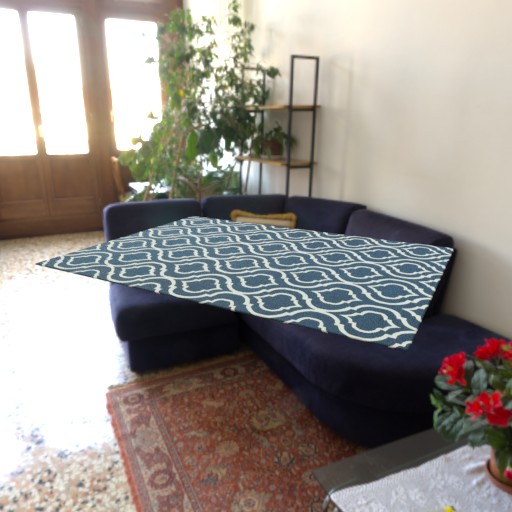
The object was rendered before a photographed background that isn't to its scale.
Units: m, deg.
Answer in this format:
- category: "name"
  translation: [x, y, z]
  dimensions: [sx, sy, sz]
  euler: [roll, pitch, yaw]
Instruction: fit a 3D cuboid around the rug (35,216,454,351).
- category: "rug"
  translation: [0.000, 0.000, 4.357]
  dimensions: [3.353, 0.010, 2.438]
  euler: [9, 19, 28]
